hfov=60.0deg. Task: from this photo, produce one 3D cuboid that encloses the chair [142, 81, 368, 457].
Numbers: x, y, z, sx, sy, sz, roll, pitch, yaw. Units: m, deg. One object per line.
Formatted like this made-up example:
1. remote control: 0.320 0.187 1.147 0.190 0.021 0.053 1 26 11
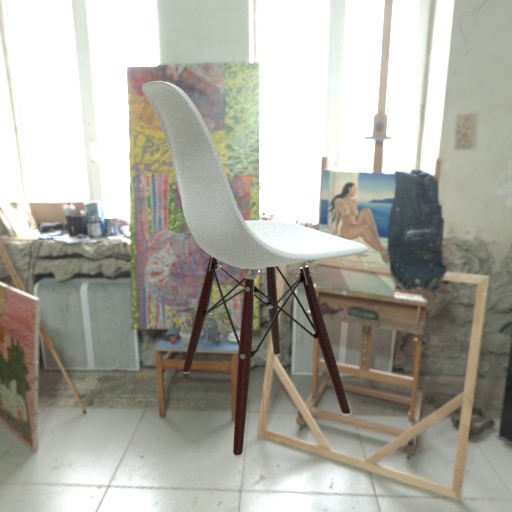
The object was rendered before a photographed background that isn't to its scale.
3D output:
1. chair: 0.000 0.000 1.170 0.533 0.826 0.470 -7 16 -26
